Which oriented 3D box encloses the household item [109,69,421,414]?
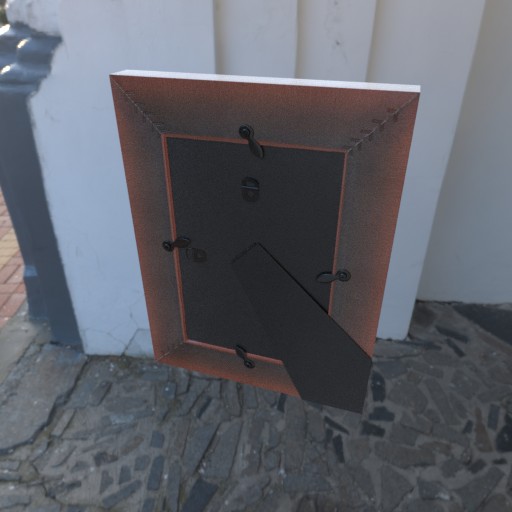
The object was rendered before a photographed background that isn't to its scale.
[{"bbox_3d":[0.000,0.000,0.288,0.165,0.216,0.025,9,32,15],"label":"household item"}]
